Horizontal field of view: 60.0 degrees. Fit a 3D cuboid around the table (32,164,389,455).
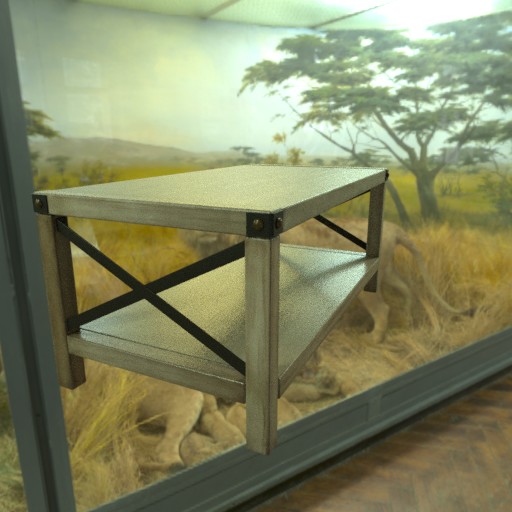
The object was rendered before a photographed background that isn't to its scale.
[{"bbox_3d":[0.000,0.000,1.292,0.559,0.456,1.016,7,17,25],"label":"table"}]
